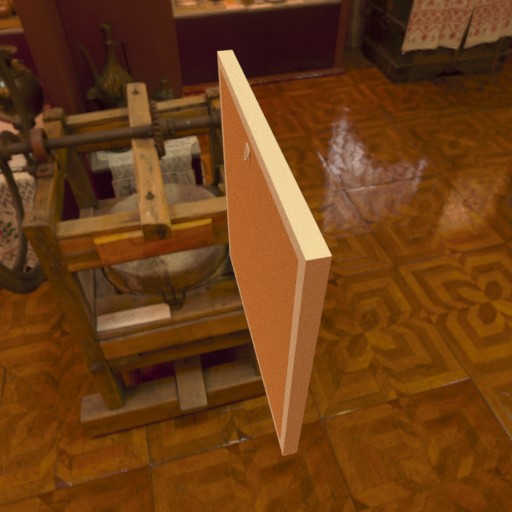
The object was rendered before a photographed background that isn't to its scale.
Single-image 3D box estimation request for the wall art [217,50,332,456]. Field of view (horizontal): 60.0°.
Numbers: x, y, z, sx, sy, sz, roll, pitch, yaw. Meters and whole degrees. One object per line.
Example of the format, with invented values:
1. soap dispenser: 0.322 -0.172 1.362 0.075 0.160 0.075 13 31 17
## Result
1. wall art: 0.000 0.000 1.165 0.050 0.762 0.761 -9 47 -9
